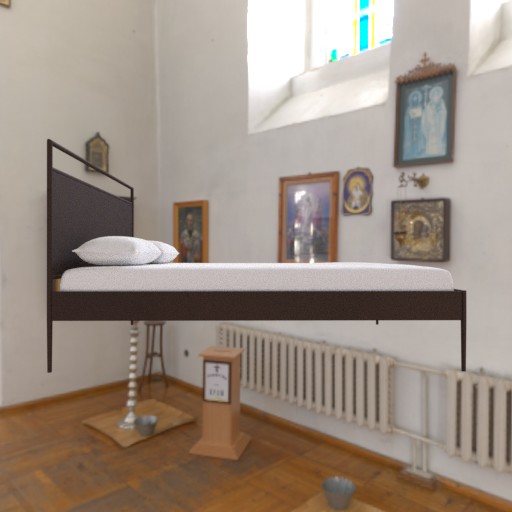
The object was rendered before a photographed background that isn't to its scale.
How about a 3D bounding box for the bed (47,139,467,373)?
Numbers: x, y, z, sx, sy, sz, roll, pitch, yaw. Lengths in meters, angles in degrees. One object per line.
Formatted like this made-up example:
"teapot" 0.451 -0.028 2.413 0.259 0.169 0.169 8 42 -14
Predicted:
"bed" 0.000 0.000 3.018 2.122 1.173 1.572 0 0 -1
